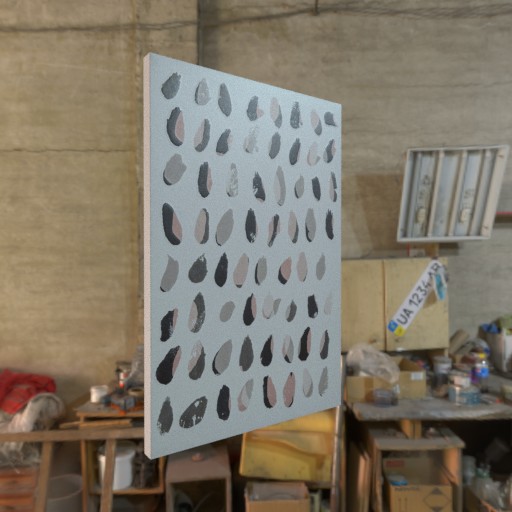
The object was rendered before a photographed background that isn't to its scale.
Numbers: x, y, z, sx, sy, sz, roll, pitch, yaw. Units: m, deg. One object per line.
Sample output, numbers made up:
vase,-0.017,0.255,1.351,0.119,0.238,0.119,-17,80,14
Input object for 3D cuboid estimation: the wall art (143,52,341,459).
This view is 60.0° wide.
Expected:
wall art,0.000,0.000,1.186,0.610,0.916,0.037,0,1,-35
